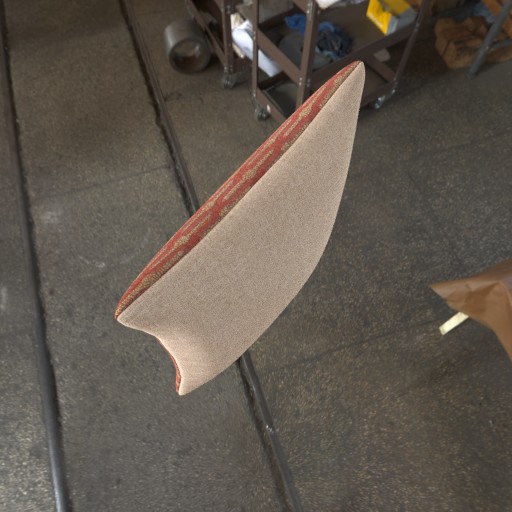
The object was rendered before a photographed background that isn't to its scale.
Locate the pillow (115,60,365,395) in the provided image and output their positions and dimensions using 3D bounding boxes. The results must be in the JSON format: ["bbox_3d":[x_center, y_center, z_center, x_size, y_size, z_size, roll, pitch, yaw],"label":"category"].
[{"bbox_3d":[0.000,0.000,0.790,0.182,0.503,0.511,35,69,16],"label":"pillow"}]
